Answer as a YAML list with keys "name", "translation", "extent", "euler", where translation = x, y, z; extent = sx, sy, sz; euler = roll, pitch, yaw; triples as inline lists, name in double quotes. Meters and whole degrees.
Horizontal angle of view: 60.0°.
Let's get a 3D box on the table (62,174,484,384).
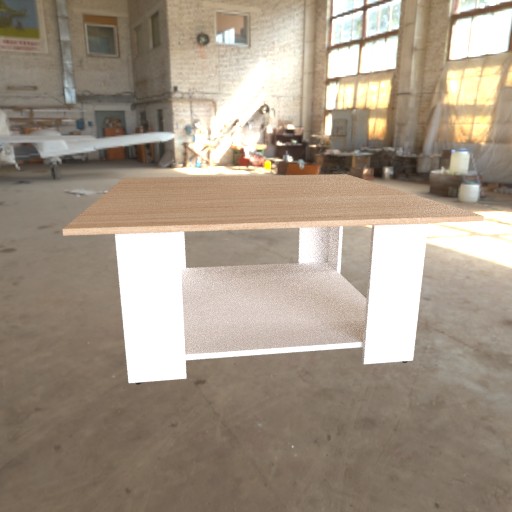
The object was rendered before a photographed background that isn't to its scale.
- name: "table"
  translation: [0.000, 0.000, 1.052]
  extent: [0.670, 0.305, 0.670]
  euler: [-2, 17, -8]
